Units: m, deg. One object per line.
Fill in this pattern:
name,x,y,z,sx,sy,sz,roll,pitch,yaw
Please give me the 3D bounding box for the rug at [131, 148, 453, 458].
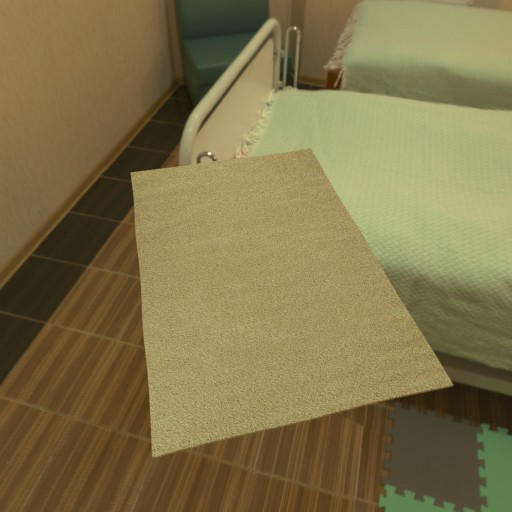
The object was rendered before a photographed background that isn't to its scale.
rug,0.000,0.000,3.450,1.800,0.025,2.699,-10,46,-9
